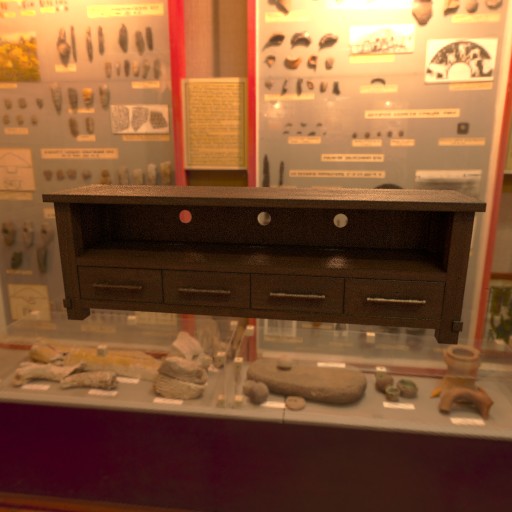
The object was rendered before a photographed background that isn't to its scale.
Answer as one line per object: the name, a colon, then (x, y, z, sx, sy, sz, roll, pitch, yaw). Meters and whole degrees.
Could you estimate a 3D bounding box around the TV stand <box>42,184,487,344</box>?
TV stand: (0.000, 0.000, 2.135, 1.866, 0.615, 0.471, 2, 15, 9)
